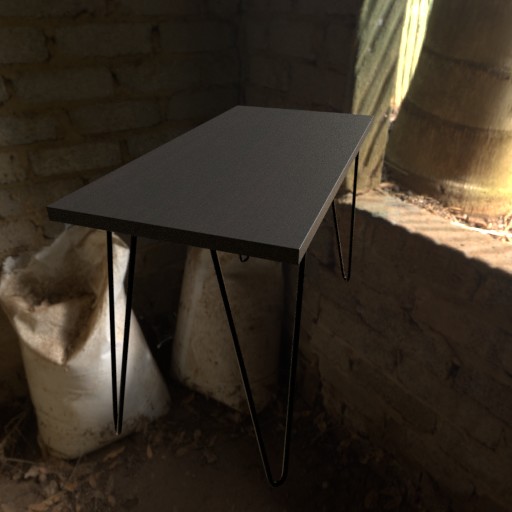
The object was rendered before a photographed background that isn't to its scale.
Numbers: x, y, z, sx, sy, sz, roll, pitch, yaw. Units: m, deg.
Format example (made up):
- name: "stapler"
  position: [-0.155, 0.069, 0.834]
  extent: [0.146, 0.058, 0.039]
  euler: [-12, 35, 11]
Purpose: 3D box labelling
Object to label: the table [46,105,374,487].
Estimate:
- name: "table"
  position: [0.000, 0.000, 1.342]
  extent: [0.499, 0.660, 0.991]
  euler: [10, 32, 17]
